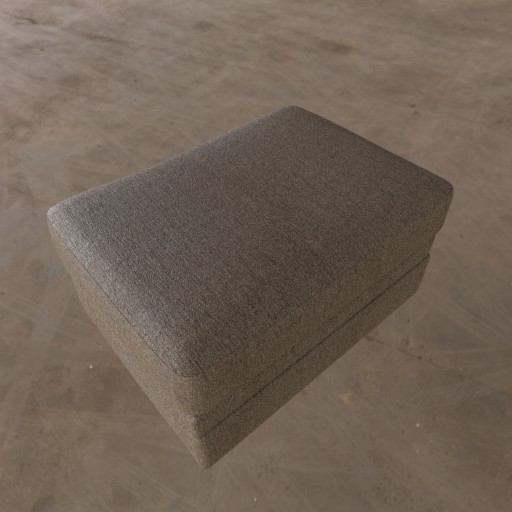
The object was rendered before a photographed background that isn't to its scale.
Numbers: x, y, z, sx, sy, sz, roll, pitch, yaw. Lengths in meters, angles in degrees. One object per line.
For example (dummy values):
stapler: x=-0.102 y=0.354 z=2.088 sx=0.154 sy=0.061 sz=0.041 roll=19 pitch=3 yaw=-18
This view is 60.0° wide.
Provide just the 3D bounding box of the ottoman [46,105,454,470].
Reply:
ottoman: x=0.000 y=0.000 z=1.239 sx=0.885 sy=0.478 sz=0.637 roll=-32 pitch=53 yaw=-27
